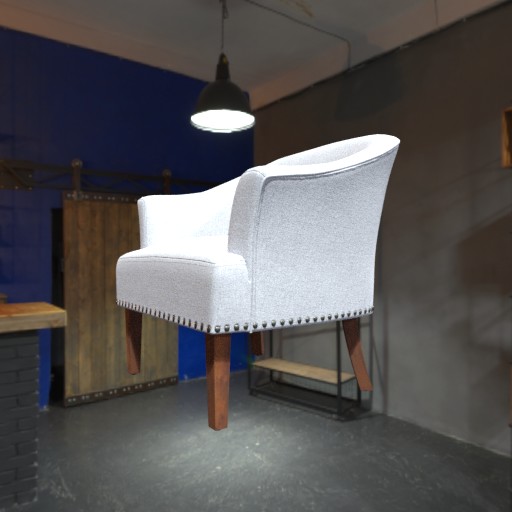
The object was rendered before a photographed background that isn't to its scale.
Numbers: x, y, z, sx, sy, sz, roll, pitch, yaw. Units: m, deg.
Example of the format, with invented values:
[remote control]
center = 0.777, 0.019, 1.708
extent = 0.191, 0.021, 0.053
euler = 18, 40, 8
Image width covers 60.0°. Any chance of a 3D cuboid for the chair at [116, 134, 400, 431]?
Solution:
[chair]
center = 0.000, 0.000, 1.442
extent = 0.704, 0.815, 0.798
euler = 0, 1, -35
